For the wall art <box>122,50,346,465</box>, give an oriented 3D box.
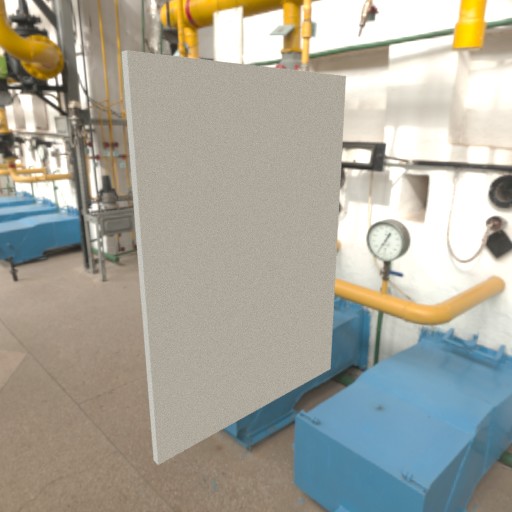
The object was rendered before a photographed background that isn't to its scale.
[{"bbox_3d":[0.000,0.000,0.673,0.381,0.533,0.013,-14,22,-40],"label":"wall art"}]
